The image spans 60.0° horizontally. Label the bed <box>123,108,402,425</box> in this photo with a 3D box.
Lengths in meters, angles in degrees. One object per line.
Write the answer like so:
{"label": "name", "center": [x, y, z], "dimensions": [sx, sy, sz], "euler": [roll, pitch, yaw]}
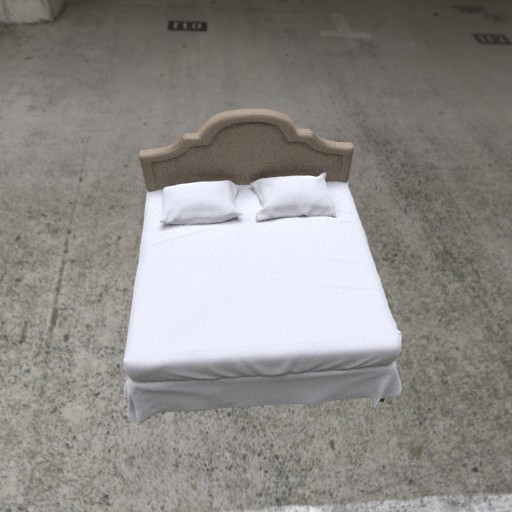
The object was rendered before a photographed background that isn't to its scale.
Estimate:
{"label": "bed", "center": [0.000, 0.000, 3.740], "dimensions": [2.303, 1.631, 2.222], "euler": [-3, 48, -3]}
